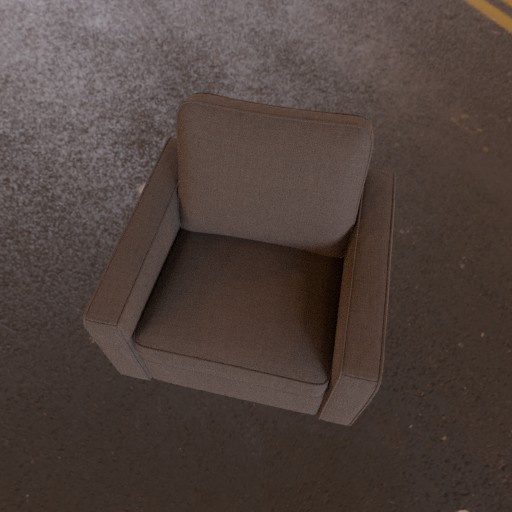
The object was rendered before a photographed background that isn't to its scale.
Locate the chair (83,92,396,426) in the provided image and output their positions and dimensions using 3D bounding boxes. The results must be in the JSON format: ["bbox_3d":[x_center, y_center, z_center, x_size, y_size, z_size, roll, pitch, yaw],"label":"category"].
[{"bbox_3d":[0.000,0.000,1.737,1.017,0.919,0.940,11,57,7],"label":"chair"}]
